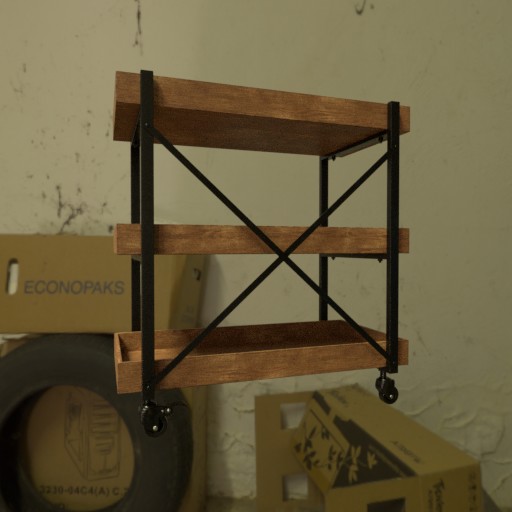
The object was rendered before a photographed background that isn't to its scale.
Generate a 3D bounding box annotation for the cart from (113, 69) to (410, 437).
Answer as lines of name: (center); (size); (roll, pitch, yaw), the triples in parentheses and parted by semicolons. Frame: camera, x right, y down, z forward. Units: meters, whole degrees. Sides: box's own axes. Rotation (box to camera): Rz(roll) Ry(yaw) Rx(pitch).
cart: (0.000, 0.000, 1.237); (0.750, 0.800, 0.411); (0, 1, -19)
